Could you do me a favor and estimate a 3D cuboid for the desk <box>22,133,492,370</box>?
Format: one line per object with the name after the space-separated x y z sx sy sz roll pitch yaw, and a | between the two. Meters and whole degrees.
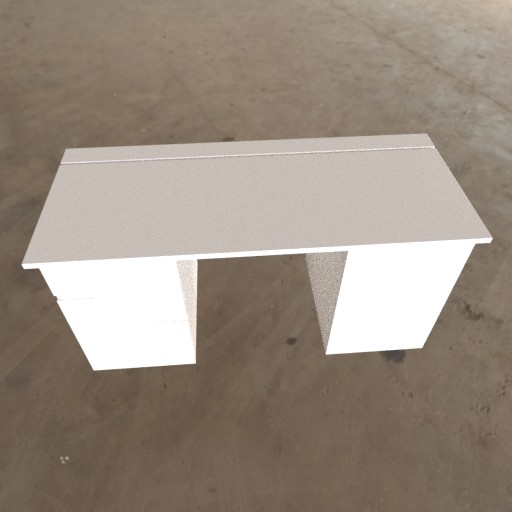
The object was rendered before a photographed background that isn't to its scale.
0.000 0.000 1.986 1.580 0.760 0.670 -3 47 -3 | desk
